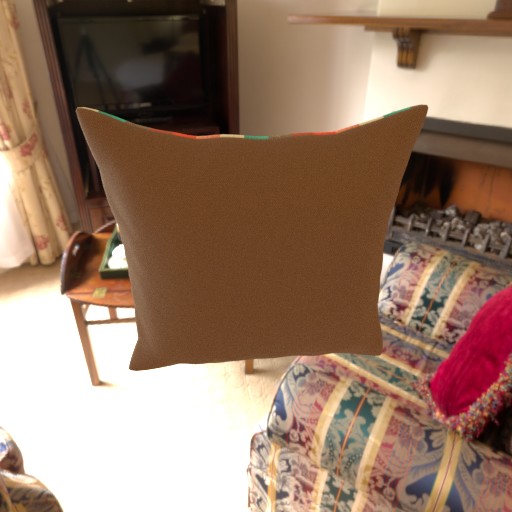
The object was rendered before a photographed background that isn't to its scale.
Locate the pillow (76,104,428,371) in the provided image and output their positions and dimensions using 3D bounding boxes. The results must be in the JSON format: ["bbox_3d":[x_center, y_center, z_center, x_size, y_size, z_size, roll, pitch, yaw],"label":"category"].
[{"bbox_3d":[0.000,0.000,0.677,0.453,0.443,0.168,-2,30,-3],"label":"pillow"}]
